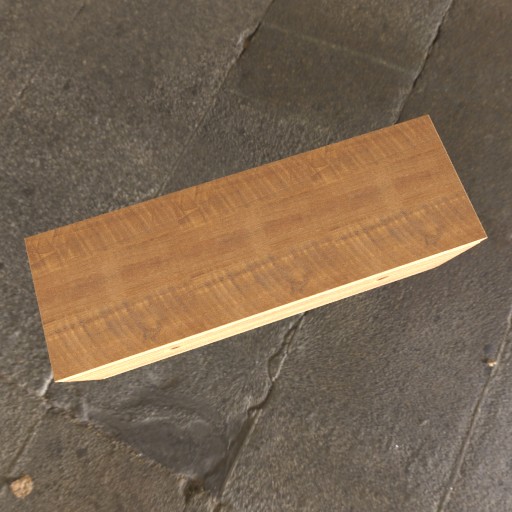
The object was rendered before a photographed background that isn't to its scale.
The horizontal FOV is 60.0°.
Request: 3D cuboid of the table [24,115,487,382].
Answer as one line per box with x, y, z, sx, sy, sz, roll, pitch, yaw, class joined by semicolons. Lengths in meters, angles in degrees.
0.000;0.000;1.748;1.499;0.491;0.499;-18;76;-4;table
